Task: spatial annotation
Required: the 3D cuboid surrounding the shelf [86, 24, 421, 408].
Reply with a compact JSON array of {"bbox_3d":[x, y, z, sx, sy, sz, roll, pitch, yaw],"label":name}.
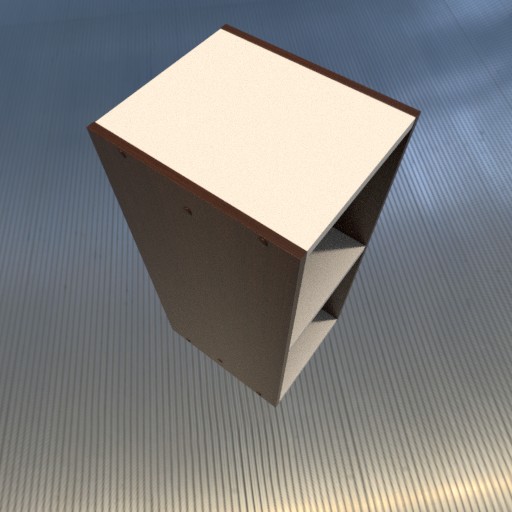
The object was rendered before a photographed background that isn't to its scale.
[{"bbox_3d":[0.000,0.000,0.761,0.290,0.600,0.253,33,64,18],"label":"shelf"}]
